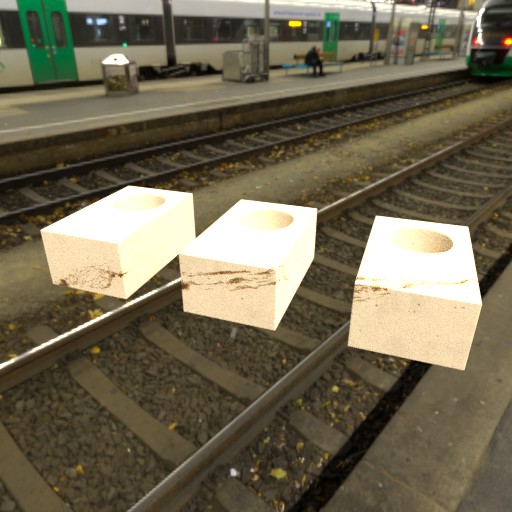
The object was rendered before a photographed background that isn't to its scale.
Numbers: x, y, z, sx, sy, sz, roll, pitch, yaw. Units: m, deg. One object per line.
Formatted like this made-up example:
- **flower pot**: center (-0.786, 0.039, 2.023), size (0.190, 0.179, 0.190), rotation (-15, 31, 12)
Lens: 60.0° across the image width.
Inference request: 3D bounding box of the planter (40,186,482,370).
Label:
- **planter**: center (0.000, 0.000, 0.380), size (0.333, 0.051, 0.127), rotation (9, 28, 18)
